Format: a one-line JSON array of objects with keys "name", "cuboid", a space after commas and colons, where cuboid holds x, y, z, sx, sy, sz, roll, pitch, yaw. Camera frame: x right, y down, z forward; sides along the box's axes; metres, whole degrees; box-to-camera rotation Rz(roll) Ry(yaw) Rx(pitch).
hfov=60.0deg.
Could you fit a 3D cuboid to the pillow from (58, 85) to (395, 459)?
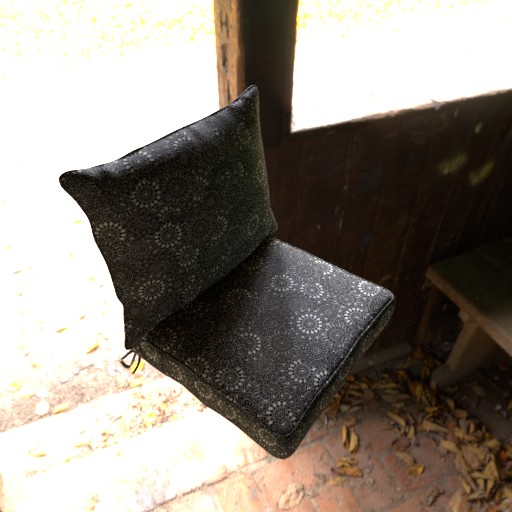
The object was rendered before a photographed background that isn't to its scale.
[{"name": "pillow", "cuboid": [0.000, 0.000, 1.361, 0.740, 0.722, 0.798, 27, 47, 28]}]
